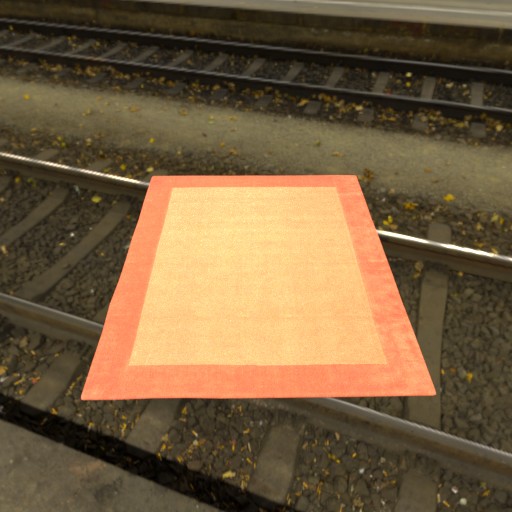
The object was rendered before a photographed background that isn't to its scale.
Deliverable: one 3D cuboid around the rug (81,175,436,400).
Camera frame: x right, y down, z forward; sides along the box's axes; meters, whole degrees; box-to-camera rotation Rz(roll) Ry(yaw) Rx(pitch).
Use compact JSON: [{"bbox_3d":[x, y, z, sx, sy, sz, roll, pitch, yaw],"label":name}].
[{"bbox_3d":[0.000,0.000,4.136,2.430,0.018,2.976,-1,40,-1],"label":"rug"}]
